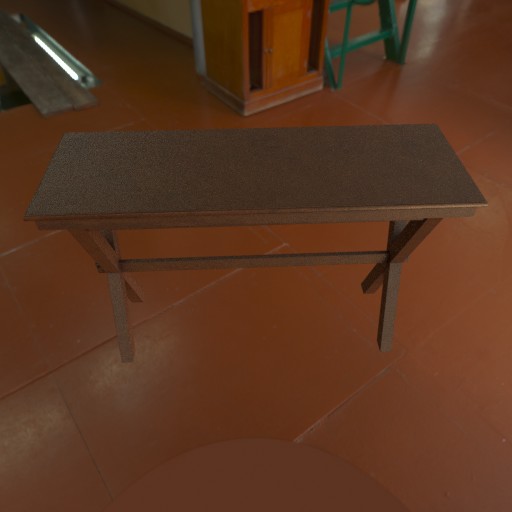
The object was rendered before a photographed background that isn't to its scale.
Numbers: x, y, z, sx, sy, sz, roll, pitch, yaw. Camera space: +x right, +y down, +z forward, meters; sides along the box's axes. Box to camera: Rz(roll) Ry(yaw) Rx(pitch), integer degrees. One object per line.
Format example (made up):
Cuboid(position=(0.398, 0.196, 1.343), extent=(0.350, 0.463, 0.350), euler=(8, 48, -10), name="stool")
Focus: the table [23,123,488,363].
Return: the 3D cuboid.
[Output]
Cuboid(position=(0.000, 0.000, 1.545), extent=(1.197, 0.763, 0.399), euler=(-2, 46, -2), name="table")
